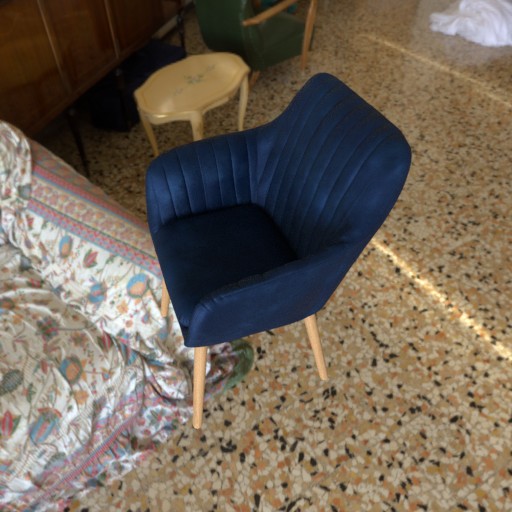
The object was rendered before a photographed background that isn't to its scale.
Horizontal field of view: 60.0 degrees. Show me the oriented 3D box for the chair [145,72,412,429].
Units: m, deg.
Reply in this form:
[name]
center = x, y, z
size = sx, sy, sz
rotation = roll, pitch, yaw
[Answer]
[chair]
center = 0.000, 0.000, 1.251
size = 0.573, 0.826, 0.578
rotation = -15, 47, -15
